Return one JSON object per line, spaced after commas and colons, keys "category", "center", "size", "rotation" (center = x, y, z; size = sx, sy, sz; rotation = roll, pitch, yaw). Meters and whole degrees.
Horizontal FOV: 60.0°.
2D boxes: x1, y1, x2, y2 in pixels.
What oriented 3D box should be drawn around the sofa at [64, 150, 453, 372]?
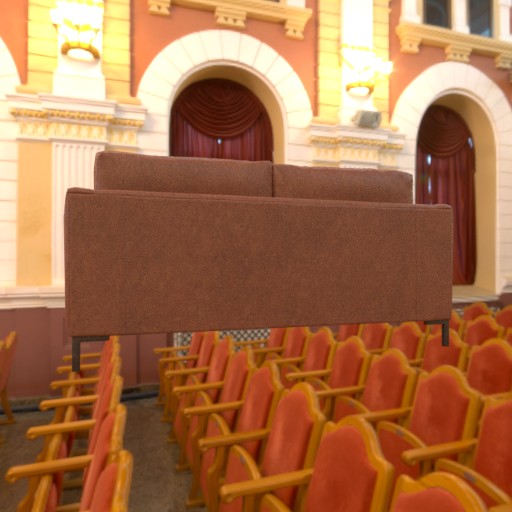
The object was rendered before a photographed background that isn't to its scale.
{"category": "sofa", "center": [0.000, 0.000, 2.319], "size": [1.797, 0.883, 0.899], "rotation": [0, -1, -18]}
